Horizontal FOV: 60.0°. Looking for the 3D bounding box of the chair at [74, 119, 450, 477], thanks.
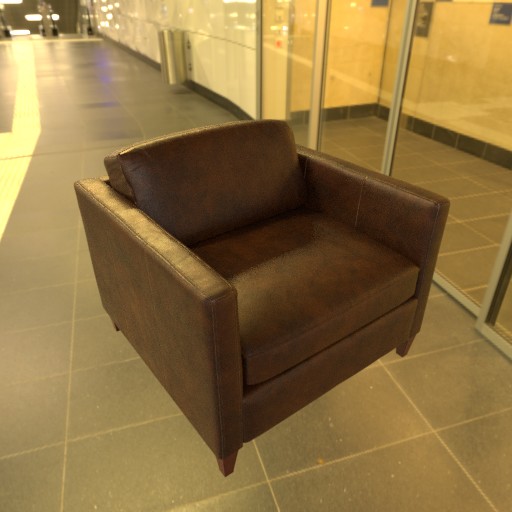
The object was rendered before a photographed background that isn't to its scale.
[{"bbox_3d":[0.000,0.000,1.711,0.990,0.864,0.975,-21,36,-31],"label":"chair"}]
